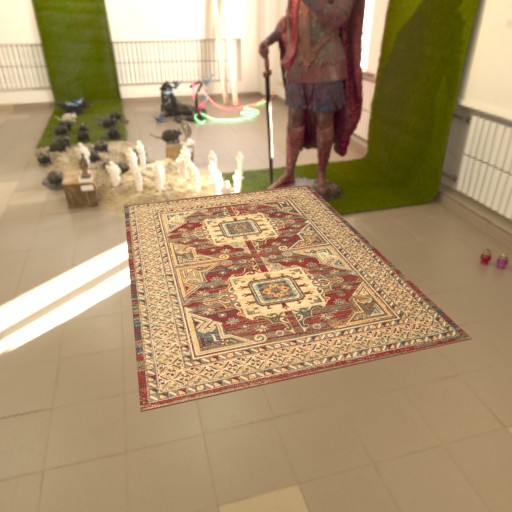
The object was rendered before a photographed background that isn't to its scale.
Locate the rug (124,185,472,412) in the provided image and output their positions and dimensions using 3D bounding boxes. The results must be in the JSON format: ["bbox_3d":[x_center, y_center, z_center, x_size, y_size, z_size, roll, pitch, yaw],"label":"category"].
[{"bbox_3d":[0.000,0.000,4.296,2.381,0.013,3.197,-8,31,-14],"label":"rug"}]
